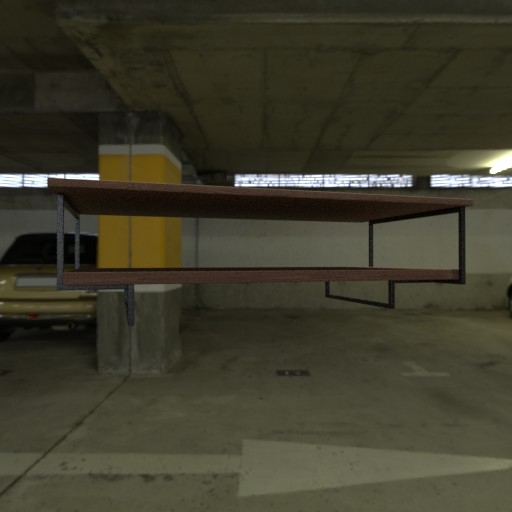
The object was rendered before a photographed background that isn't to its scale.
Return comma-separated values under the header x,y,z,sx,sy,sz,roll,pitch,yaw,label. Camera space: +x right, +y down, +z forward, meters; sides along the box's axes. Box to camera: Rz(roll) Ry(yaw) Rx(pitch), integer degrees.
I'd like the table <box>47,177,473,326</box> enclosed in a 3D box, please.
x,y,z,sx,sy,sz,roll,pitch,yaw,label
0.000,0.000,1.491,1.197,0.347,0.651,0,-1,-18,table
